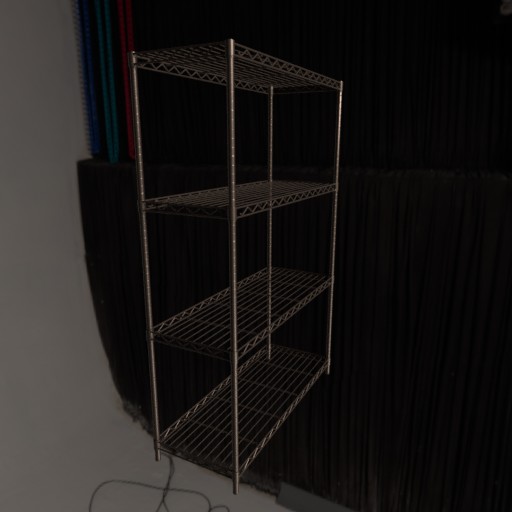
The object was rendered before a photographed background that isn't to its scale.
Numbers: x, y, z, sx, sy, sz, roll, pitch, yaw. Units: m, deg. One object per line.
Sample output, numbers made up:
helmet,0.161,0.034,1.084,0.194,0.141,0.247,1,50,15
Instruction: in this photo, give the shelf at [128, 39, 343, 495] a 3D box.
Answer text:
shelf,0.000,0.000,1.734,0.352,1.361,0.907,8,16,27
